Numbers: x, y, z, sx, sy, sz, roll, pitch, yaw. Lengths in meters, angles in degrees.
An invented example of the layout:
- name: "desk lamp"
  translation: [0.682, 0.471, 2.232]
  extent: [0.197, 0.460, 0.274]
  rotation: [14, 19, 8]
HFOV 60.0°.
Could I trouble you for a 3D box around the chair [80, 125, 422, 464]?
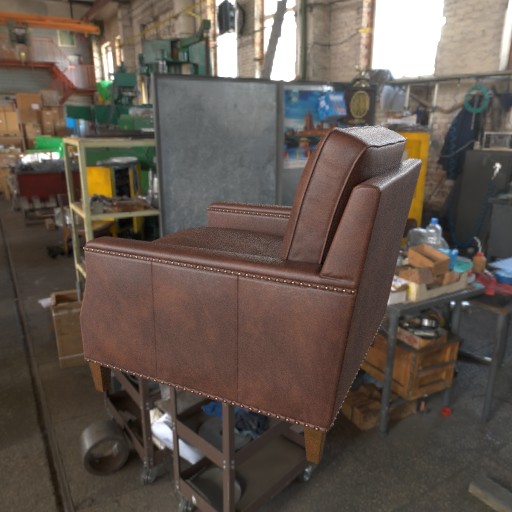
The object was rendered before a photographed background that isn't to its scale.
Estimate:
- name: "chair"
  translation: [0.000, 0.000, 1.643]
  extent: [1.014, 0.929, 0.853]
  rotation: [8, 19, 25]
